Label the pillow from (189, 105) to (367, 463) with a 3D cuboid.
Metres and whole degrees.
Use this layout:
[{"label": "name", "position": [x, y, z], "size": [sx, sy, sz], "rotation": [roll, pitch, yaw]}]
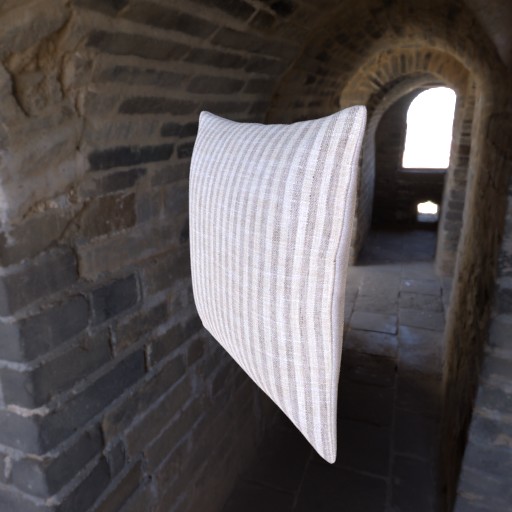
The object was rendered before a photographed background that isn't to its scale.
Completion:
[{"label": "pillow", "position": [0.000, 0.000, 0.809], "size": [0.166, 0.510, 0.523], "rotation": [-9, 20, -26]}]
